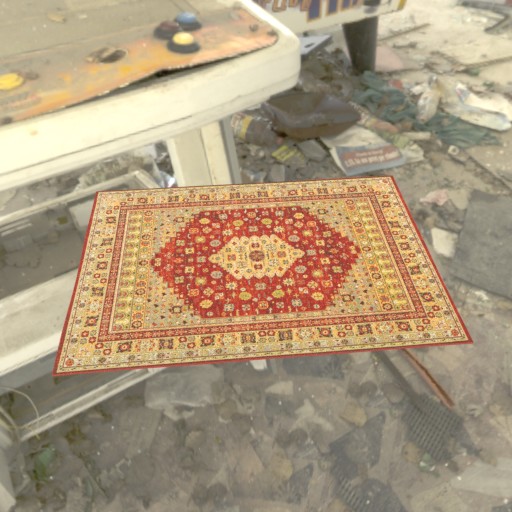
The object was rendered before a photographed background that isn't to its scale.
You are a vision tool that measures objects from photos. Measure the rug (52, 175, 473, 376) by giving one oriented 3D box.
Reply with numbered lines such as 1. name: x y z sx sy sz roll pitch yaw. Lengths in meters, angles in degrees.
1. rug: 0.000 0.000 2.284 1.802 0.013 1.194 -4 48 -3
